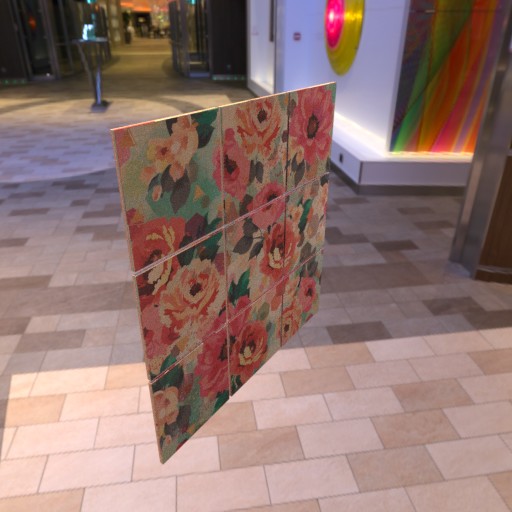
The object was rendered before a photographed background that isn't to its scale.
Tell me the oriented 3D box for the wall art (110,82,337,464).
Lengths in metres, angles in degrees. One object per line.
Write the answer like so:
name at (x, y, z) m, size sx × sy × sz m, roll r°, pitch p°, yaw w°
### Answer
wall art at (0.000, 0.000, 1.348) m, size 0.012 × 0.910 × 0.911 m, roll 18°, pitch 33°, yaw 31°
